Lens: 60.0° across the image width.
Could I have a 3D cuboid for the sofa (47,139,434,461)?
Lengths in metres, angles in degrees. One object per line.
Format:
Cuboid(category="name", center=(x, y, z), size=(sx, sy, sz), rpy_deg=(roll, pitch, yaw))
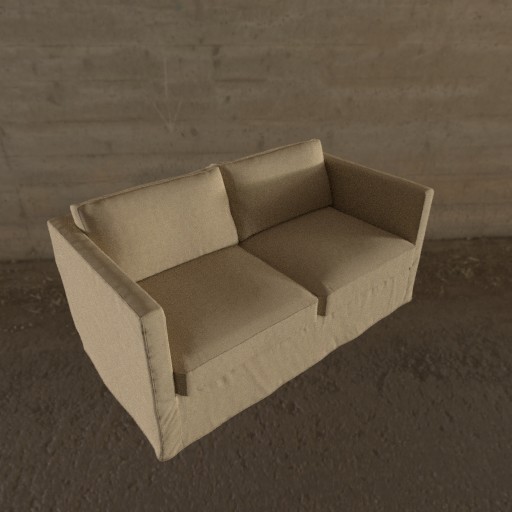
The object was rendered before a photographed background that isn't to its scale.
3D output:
Cuboid(category="sofa", center=(0.000, 0.000, 2.295), size=(1.719, 0.835, 0.962), rpy_deg=(-23, 38, -33))
